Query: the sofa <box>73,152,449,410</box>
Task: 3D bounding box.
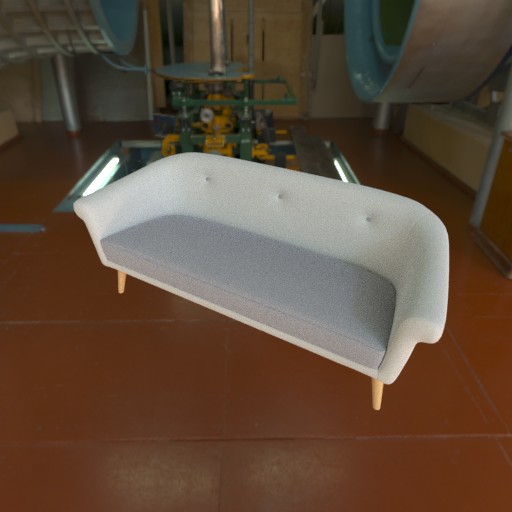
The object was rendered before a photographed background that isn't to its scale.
[{"bbox_3d":[0.000,0.000,2.548,2.160,0.795,0.827,18,35,28],"label":"sofa"}]
